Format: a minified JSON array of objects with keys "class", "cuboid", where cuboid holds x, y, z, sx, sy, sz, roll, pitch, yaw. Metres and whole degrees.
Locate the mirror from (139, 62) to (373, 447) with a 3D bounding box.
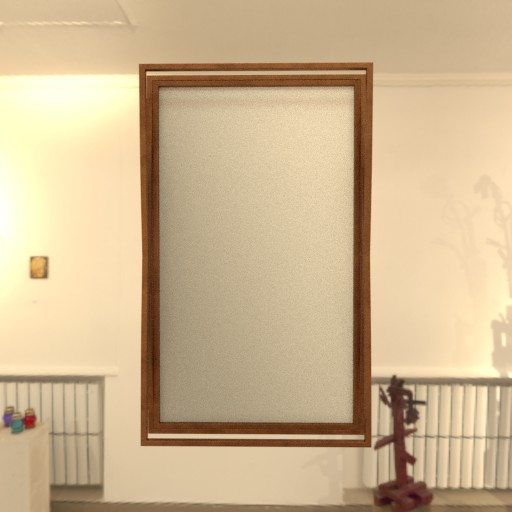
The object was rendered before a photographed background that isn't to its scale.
[{"class":"mirror","cuboid":[0.000,0.000,0.924,0.468,0.768,0.082,0,1,1]}]
